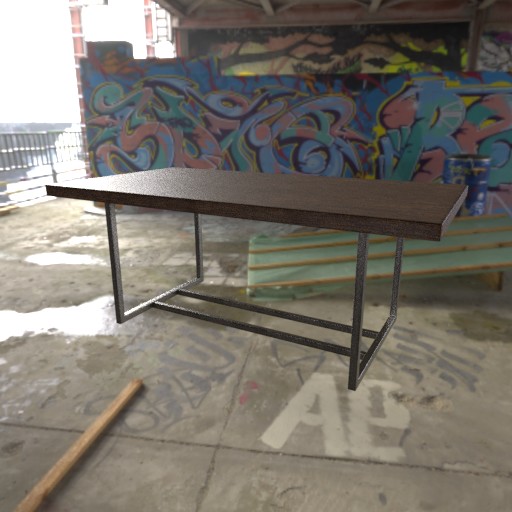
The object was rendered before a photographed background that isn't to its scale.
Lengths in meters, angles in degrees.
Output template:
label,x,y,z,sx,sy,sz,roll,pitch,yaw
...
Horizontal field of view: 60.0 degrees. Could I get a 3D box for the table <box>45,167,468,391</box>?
label,x,y,z,sx,sy,sz,roll,pitch,yaw
table,0.000,0.000,2.481,1.989,0.795,1.078,9,19,27
